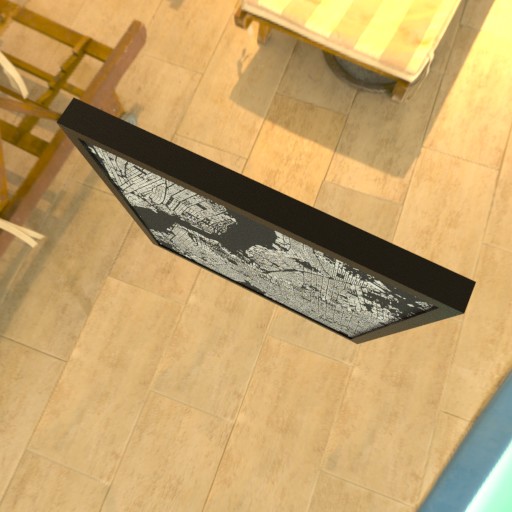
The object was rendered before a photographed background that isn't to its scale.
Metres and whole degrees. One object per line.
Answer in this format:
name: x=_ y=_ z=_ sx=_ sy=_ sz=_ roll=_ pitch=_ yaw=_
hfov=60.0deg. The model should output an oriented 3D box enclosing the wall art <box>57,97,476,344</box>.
wall art: x=0.000 y=0.000 z=0.742 sx=0.506 sy=0.506 sz=0.038 roll=26 pitch=77 yaw=7
